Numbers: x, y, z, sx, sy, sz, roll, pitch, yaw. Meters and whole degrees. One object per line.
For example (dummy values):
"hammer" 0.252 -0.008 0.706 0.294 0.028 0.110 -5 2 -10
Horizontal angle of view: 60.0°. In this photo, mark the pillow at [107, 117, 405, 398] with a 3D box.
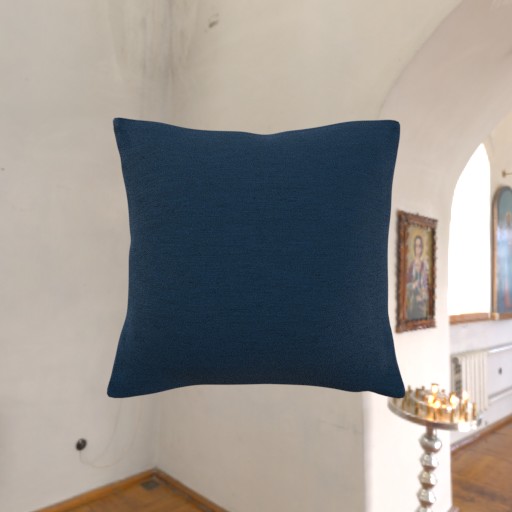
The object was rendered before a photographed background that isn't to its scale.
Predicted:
"pillow" 0.000 0.000 0.663 0.440 0.420 0.145 0 -2 0
